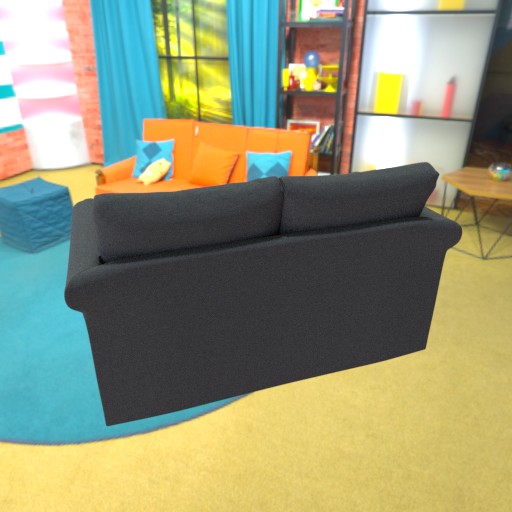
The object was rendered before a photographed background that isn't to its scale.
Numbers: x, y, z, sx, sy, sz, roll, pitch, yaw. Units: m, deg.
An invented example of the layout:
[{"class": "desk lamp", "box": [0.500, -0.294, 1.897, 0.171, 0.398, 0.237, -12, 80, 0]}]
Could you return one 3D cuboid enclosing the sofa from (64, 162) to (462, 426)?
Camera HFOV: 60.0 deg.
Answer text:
[{"class": "sofa", "box": [0.000, 0.000, 1.918, 1.460, 0.872, 0.741, -9, 29, -16]}]
